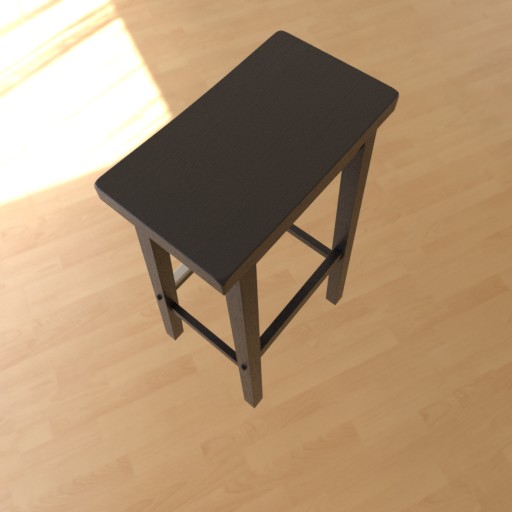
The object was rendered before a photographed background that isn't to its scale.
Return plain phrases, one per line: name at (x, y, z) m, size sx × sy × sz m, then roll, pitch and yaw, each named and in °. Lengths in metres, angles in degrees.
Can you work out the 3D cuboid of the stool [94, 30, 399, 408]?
stool at (0.000, 0.000, 0.952) m, size 0.322 × 0.742 × 0.406 m, roll 36°, pitch 68°, yaw 17°
